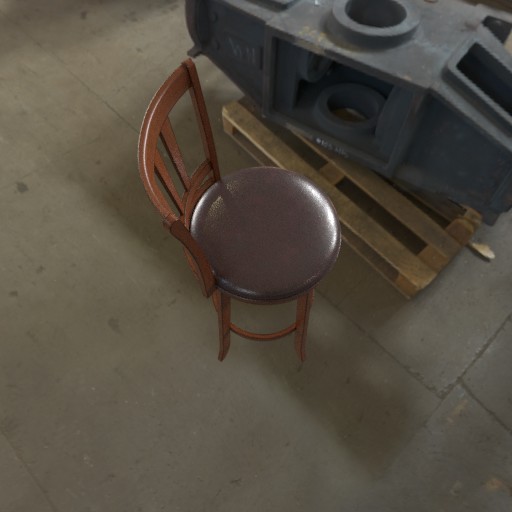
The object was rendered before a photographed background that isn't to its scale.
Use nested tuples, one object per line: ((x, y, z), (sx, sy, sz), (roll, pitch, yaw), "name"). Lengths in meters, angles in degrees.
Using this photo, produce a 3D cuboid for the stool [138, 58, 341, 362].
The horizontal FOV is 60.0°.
((0.000, 0.000, 1.463), (0.503, 1.177, 0.464), (0, 64, 0), "stool")
